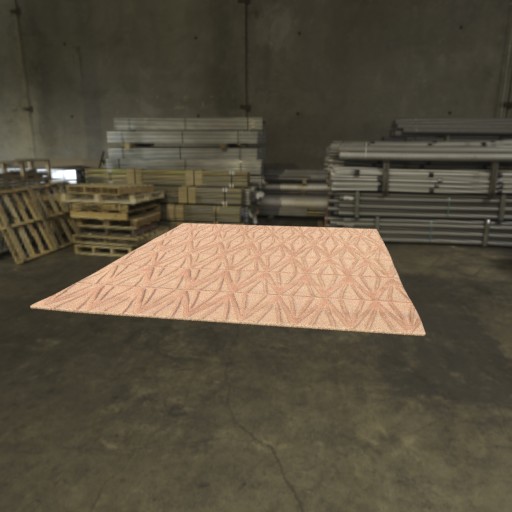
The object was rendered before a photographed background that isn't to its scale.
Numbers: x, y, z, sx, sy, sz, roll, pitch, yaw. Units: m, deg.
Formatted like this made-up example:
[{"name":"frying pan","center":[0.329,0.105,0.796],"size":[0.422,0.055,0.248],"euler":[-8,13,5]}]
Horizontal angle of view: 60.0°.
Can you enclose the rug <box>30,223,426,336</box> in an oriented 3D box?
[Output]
[{"name":"rug","center":[0.000,0.000,4.106],"size":[2.453,0.043,3.052],"euler":[2,15,9]}]
